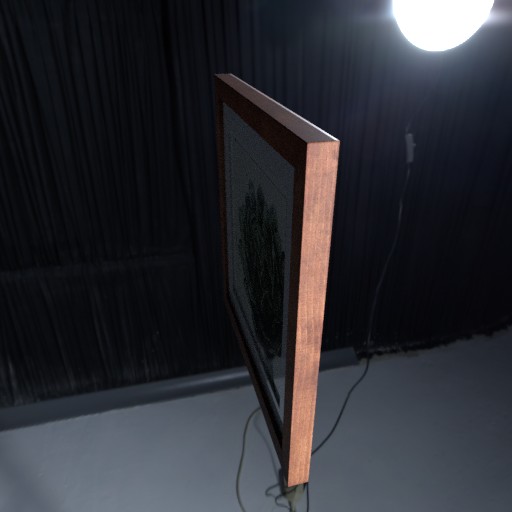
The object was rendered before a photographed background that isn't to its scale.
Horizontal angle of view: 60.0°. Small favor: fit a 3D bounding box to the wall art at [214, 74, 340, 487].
[{"bbox_3d":[0.000,0.000,0.833,0.037,0.572,0.554,-7,30,-13],"label":"wall art"}]
